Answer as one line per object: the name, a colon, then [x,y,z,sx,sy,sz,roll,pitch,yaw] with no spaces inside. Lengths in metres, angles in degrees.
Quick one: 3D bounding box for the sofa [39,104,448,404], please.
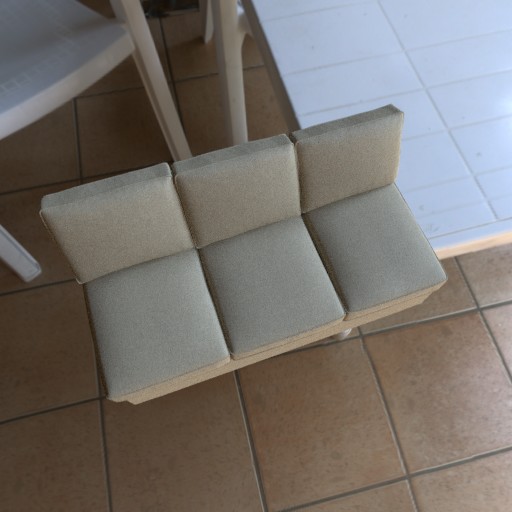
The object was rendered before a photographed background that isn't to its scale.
sofa: [0.000,0.000,2.523,1.962,0.973,1.027,-18,66,-8]
